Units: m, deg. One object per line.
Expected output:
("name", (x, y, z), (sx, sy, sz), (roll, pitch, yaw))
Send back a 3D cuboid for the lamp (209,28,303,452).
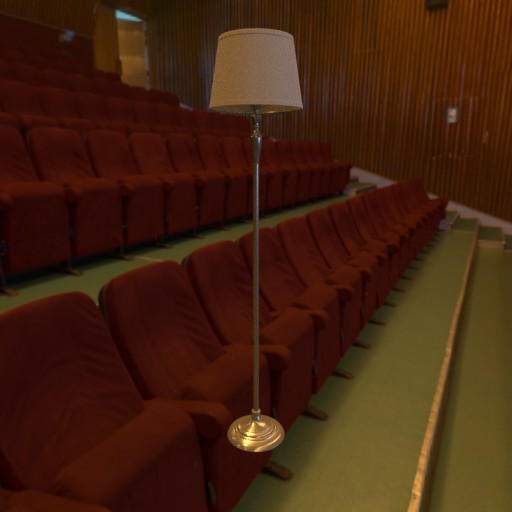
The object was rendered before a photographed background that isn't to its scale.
("lamp", (0.000, 0.000, 1.666), (0.327, 1.506, 0.327), (7, 14, 26))
